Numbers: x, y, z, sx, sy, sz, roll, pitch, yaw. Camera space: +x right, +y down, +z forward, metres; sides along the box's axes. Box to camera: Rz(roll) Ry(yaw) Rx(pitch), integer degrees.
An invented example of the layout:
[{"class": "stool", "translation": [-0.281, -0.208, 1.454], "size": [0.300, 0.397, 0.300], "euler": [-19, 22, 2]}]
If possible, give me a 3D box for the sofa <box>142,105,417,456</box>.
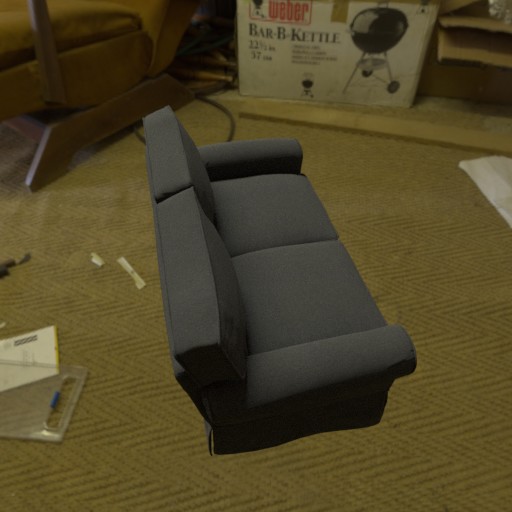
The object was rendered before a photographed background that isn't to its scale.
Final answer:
[{"class": "sofa", "translation": [0.000, 0.000, 2.394], "size": [0.997, 1.059, 1.801], "euler": [-10, 47, -9]}]
